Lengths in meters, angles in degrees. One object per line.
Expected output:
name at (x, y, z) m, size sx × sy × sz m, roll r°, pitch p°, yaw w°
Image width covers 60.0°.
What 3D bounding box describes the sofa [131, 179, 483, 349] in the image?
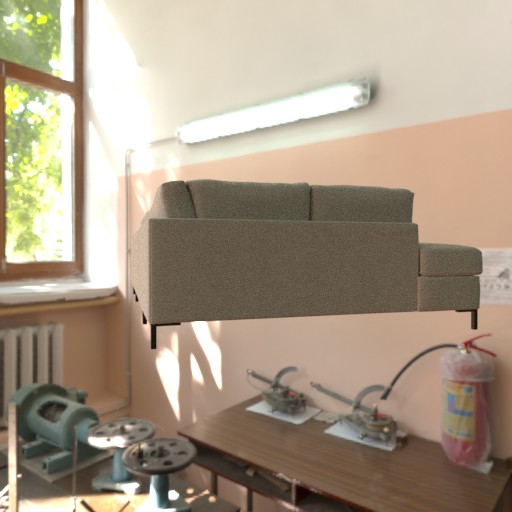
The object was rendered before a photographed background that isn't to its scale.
sofa at (0.000, 0.000, 3.782) m, size 1.989 × 0.862 × 2.984 m, roll 0°, pitch 1°, yaw -17°
